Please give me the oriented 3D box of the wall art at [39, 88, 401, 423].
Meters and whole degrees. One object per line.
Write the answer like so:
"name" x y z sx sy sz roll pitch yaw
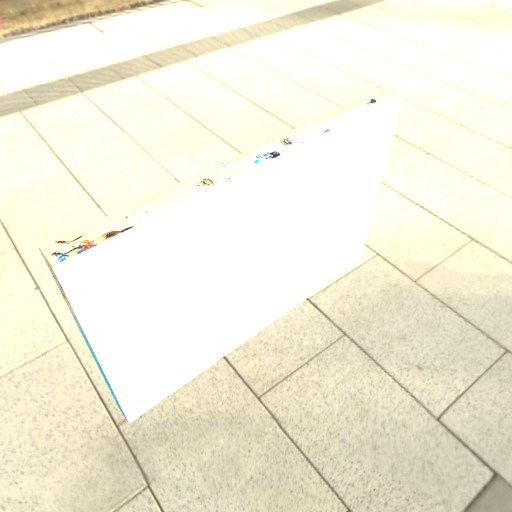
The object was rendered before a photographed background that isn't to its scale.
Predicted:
"wall art" 0.000 0.000 1.132 0.894 0.595 0.057 -31 54 -26
